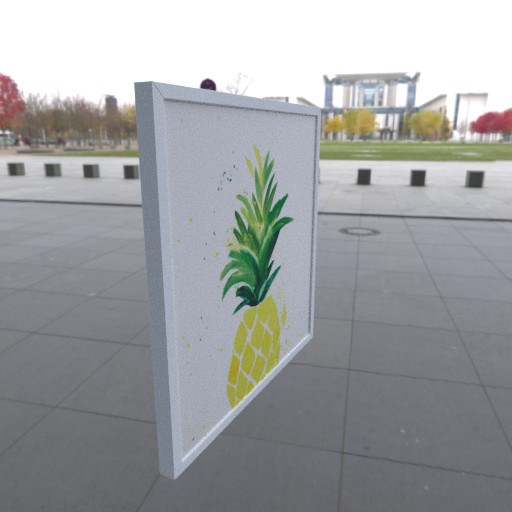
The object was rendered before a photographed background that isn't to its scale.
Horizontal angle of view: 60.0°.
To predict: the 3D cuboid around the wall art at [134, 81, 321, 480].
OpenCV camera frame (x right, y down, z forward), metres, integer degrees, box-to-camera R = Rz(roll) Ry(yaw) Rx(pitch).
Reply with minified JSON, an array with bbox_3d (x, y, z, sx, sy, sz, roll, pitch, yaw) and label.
[{"bbox_3d":[0.000,0.000,1.135,0.038,0.761,0.763,8,17,28],"label":"wall art"}]
